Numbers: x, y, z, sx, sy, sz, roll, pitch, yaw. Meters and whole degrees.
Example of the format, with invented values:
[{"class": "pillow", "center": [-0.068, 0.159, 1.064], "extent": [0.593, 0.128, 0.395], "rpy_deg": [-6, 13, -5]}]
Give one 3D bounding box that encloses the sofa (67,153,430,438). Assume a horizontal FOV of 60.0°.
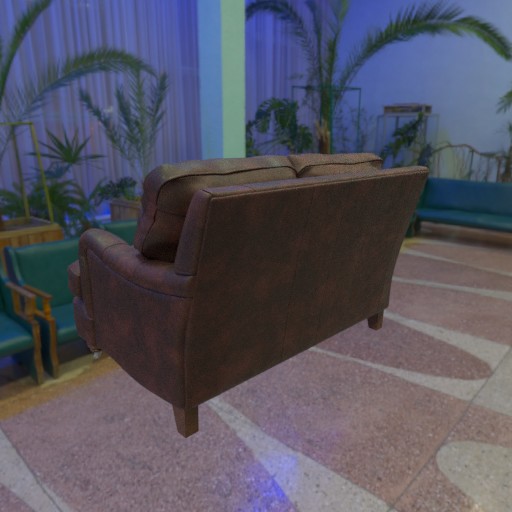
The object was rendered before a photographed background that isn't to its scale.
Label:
[{"class": "sofa", "center": [0.000, 0.000, 2.368], "extent": [1.628, 1.070, 1.148], "rpy_deg": [-15, 21, -42]}]
